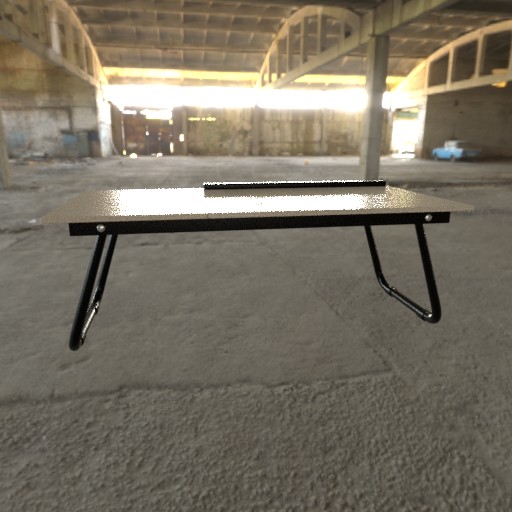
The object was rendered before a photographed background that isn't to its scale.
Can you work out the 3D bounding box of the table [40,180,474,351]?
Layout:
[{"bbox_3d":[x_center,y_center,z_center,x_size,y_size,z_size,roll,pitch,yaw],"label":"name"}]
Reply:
[{"bbox_3d":[0.000,0.000,0.825,0.644,0.242,0.322,-3,15,-10],"label":"table"}]
